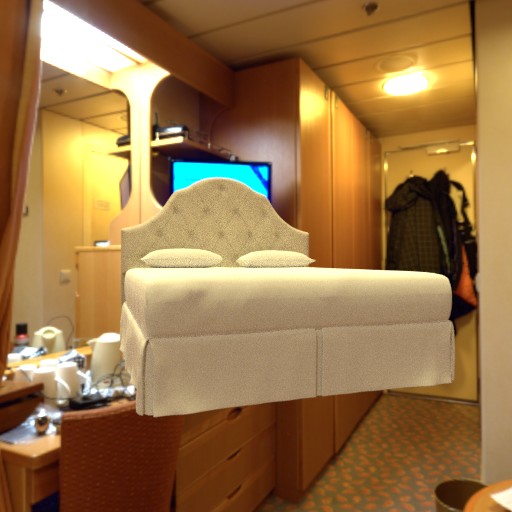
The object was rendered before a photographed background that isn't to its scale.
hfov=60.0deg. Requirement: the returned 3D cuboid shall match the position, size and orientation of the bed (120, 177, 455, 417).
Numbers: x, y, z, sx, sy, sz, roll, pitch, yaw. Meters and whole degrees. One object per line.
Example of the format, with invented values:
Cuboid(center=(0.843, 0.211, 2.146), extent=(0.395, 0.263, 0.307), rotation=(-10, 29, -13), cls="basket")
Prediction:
Cuboid(center=(0.000, 0.000, 3.505), extent=(2.008, 1.615, 2.214), rotation=(0, 0, -19), cls="bed")
